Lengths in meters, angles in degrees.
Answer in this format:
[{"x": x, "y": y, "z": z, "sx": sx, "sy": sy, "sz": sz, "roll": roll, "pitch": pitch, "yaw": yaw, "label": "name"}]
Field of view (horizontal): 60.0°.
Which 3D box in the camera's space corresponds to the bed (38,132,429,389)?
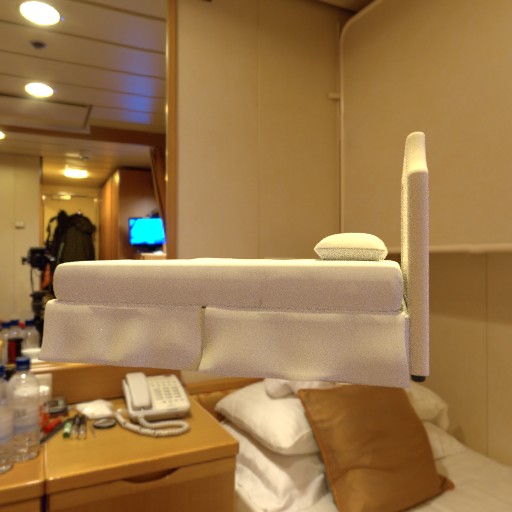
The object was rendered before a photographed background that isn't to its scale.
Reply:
[{"x": 0.000, "y": 0.000, "z": 4.021, "sx": 2.773, "sy": 1.590, "sz": 2.350, "roll": 0, "pitch": -1, "yaw": 17, "label": "bed"}]
